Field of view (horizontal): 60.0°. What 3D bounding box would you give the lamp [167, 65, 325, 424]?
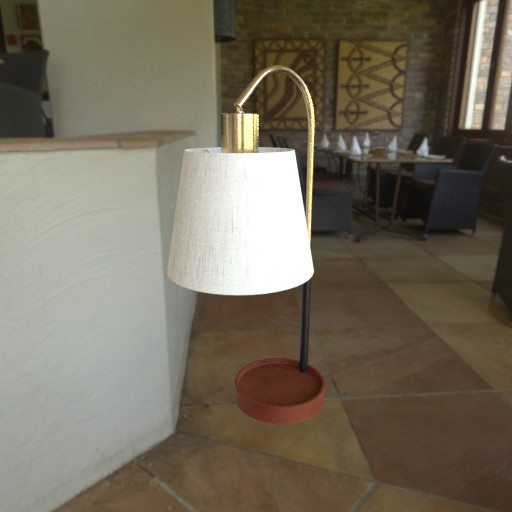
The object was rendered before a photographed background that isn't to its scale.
[{"bbox_3d":[0.000,0.000,0.663,0.211,0.536,0.273,16,23,42],"label":"lamp"}]
